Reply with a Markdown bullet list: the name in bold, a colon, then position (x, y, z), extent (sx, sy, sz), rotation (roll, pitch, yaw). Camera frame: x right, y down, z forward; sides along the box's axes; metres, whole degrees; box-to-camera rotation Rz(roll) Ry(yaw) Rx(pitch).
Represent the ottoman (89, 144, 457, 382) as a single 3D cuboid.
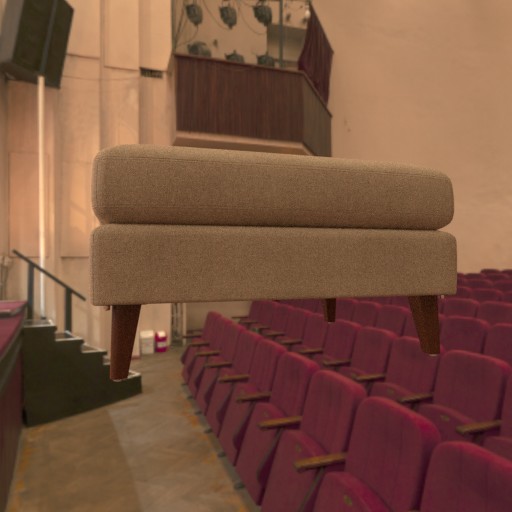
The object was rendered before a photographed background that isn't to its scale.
- **ottoman**: position (0.000, 0.000, 1.208), extent (0.823, 0.478, 0.610), rotation (0, 0, -17)
